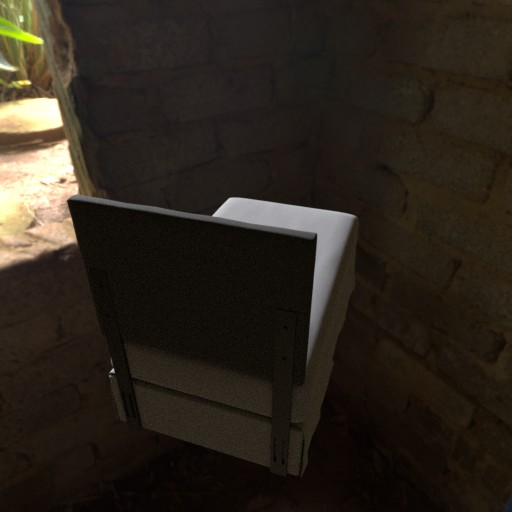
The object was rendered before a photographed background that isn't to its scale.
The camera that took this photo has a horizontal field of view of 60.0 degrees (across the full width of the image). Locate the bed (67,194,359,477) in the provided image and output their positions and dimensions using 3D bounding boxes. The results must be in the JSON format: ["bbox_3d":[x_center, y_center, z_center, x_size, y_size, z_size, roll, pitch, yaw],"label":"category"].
[{"bbox_3d":[0.000,0.000,3.022,1.261,1.571,1.997,10,34,16],"label":"bed"}]
